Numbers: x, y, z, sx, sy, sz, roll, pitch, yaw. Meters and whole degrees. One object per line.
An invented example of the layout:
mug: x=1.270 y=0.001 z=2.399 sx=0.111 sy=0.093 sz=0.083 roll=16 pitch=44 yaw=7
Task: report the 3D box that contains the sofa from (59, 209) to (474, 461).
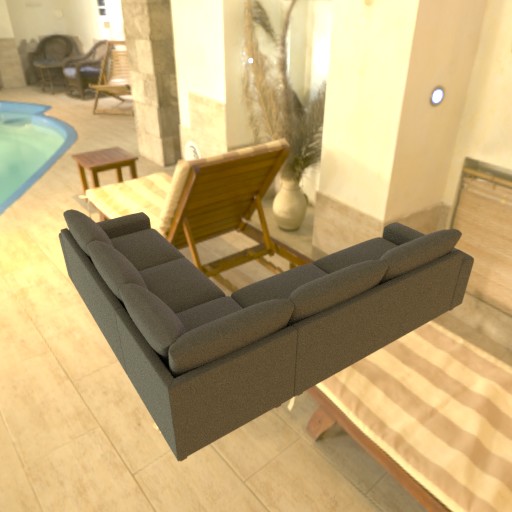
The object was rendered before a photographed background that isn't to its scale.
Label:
sofa: x=0.000 y=0.000 z=4.677 sx=3.277 sy=0.965 sz=2.895 roll=-19 pitch=35 yaw=-29
